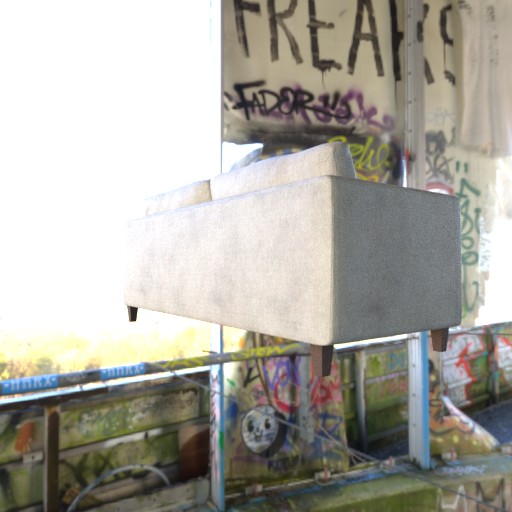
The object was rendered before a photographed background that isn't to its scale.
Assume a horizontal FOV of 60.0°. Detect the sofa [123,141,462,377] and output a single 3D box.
[{"bbox_3d":[0.000,0.000,2.772,0.951,0.965,2.208,1,-1,-36],"label":"sofa"}]
